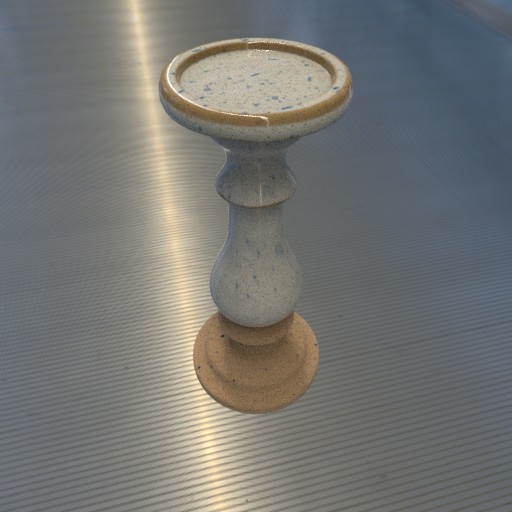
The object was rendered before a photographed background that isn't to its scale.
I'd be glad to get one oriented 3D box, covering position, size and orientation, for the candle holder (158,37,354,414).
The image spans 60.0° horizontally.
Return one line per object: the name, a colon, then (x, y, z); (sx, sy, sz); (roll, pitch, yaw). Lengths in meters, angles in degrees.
candle holder: (0.000, 0.000, 0.243); (0.088, 0.203, 0.088); (0, 45, 0)
